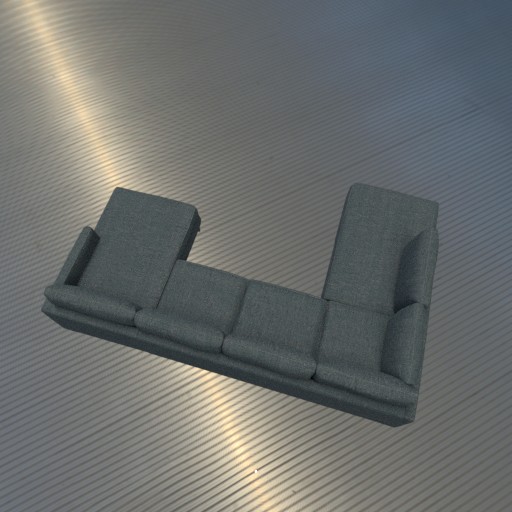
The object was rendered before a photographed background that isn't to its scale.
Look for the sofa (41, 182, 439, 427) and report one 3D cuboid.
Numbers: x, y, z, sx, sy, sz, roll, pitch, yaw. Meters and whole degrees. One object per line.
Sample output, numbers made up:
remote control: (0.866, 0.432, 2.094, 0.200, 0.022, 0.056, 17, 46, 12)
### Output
sofa: (0.000, 0.000, 3.558, 2.737, 0.753, 1.879, 15, 65, 7)
